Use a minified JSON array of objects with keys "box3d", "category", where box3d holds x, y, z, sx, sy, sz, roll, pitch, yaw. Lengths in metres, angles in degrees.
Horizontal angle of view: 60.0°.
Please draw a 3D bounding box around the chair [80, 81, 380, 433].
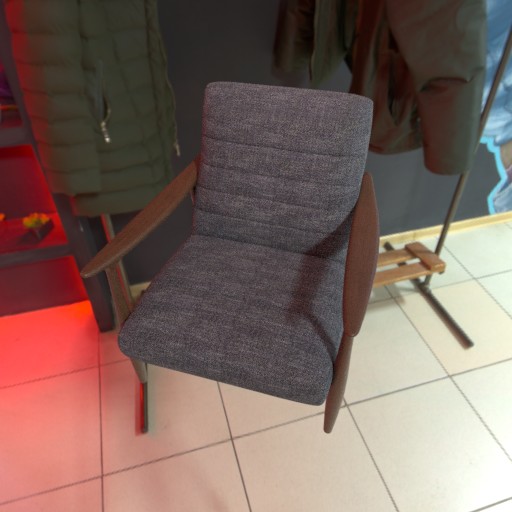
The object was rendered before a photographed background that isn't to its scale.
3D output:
[{"box3d":[0.000,0.000,1.436,0.741,0.832,0.798,11,43,12],"category":"chair"}]
